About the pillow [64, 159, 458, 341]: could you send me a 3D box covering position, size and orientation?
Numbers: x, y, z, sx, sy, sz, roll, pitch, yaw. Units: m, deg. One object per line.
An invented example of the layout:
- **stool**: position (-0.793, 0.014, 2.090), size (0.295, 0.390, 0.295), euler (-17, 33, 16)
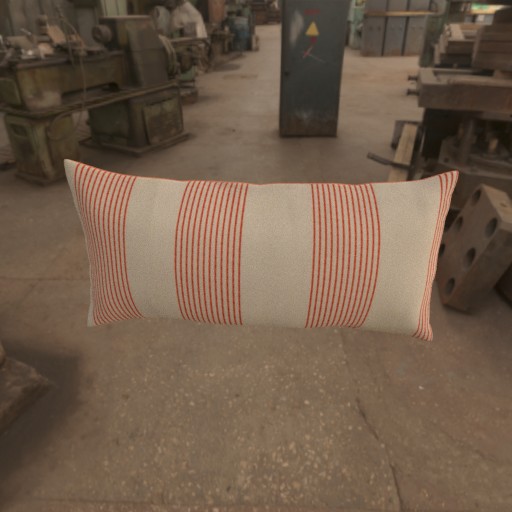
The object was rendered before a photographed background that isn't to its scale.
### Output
- **pillow**: position (0.000, 0.000, 0.726), size (0.608, 0.292, 0.156), euler (2, 31, 3)
